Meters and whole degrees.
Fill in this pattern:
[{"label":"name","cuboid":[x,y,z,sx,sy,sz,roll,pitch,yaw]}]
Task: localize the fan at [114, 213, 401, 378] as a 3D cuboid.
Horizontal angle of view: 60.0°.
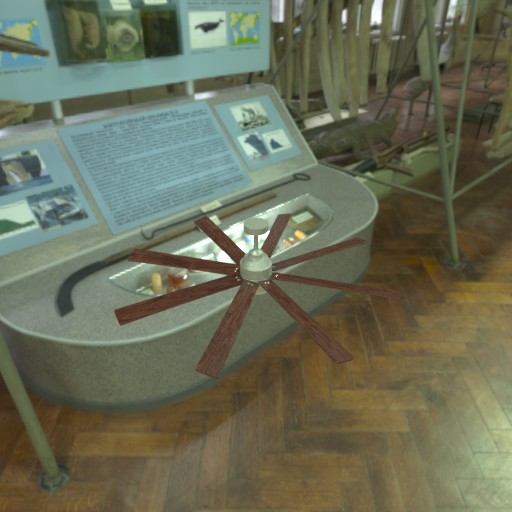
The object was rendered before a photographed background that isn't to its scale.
[{"label":"fan","cuboid":[0.000,0.000,2.843,1.830,0.472,1.830,8,32,13]}]
